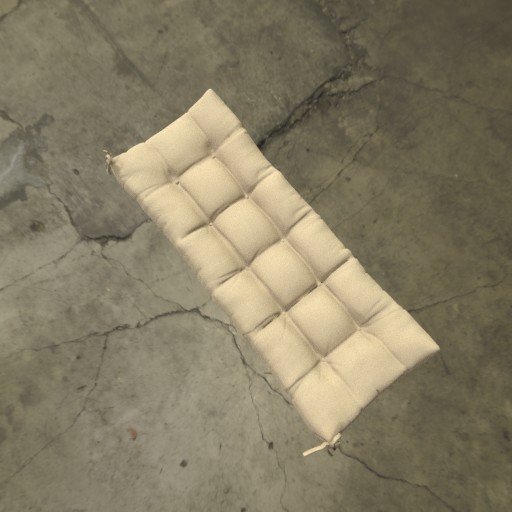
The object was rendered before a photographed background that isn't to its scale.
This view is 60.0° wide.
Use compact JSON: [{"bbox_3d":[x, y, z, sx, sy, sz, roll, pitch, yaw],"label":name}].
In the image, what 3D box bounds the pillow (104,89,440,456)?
[{"bbox_3d":[0.000,0.000,1.397,0.511,0.174,1.194,-38,79,-9],"label":"pillow"}]
